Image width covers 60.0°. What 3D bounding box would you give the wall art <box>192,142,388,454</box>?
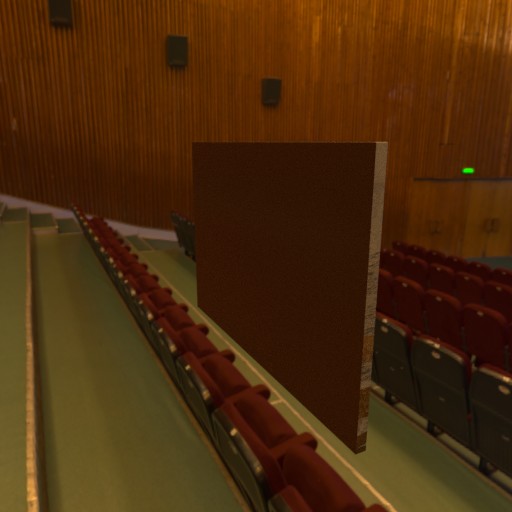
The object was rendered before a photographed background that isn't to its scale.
[{"bbox_3d":[0.000,0.000,1.224,0.027,0.610,0.932,-7,16,-26],"label":"wall art"}]
